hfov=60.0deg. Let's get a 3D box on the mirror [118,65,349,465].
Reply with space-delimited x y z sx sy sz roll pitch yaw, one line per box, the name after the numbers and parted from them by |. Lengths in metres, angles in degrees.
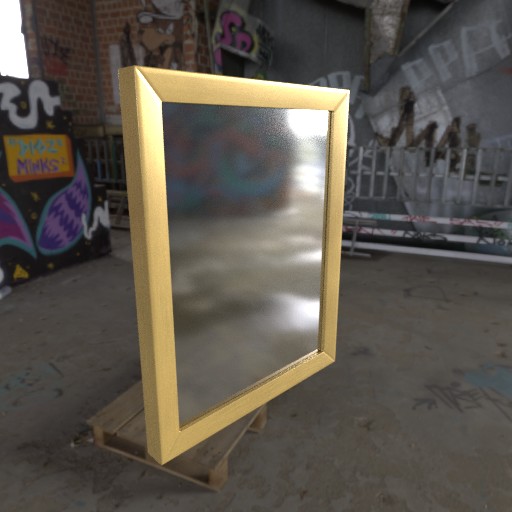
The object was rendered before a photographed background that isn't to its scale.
0.000 0.000 0.689 0.405 0.508 0.041 -15 22 -43 | mirror
